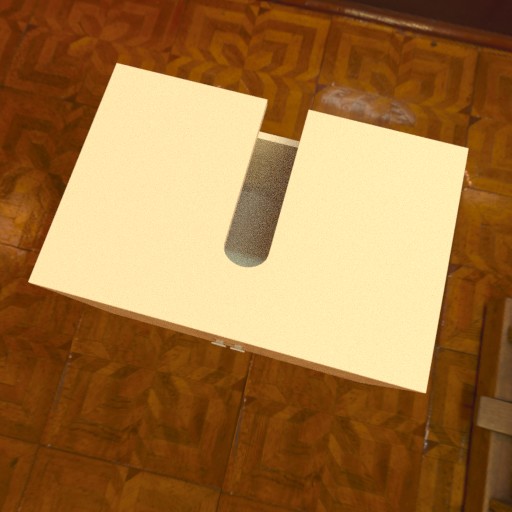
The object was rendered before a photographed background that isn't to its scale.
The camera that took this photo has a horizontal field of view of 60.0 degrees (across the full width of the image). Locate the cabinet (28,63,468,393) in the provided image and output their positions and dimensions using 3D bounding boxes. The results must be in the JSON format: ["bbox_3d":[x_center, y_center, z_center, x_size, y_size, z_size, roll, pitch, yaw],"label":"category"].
[{"bbox_3d":[0.000,0.000,0.938,0.600,0.522,0.400,15,77,4],"label":"cabinet"}]
